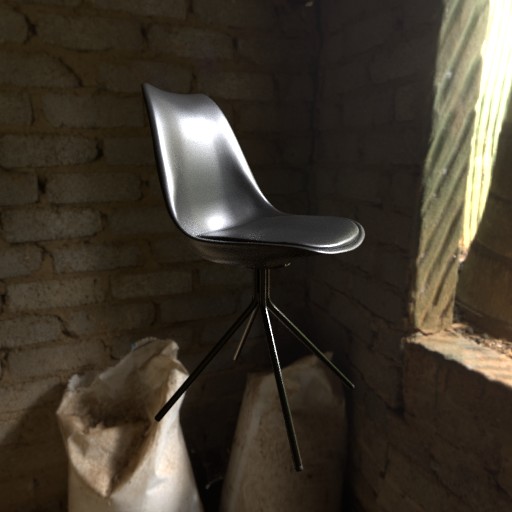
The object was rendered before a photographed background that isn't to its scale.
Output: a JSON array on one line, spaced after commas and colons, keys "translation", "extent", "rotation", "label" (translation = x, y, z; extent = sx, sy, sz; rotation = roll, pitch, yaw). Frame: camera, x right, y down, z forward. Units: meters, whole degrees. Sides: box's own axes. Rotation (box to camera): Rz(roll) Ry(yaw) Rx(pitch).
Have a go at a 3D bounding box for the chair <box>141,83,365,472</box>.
[{"translation": [0.000, 0.000, 1.151], "extent": [0.525, 0.850, 0.461], "rotation": [7, 15, 28], "label": "chair"}]
